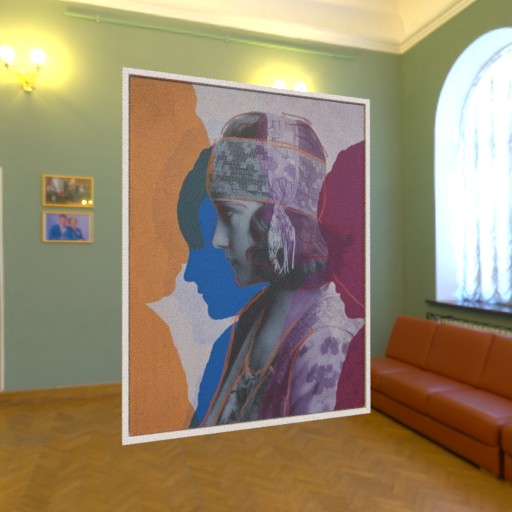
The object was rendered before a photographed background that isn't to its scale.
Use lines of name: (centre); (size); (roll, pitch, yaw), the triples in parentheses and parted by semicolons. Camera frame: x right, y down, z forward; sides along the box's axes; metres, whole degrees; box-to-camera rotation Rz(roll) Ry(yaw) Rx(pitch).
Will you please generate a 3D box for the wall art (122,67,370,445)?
wall art: (0.000, 0.000, 1.375); (0.795, 1.050, 0.039); (0, 0, -19)
